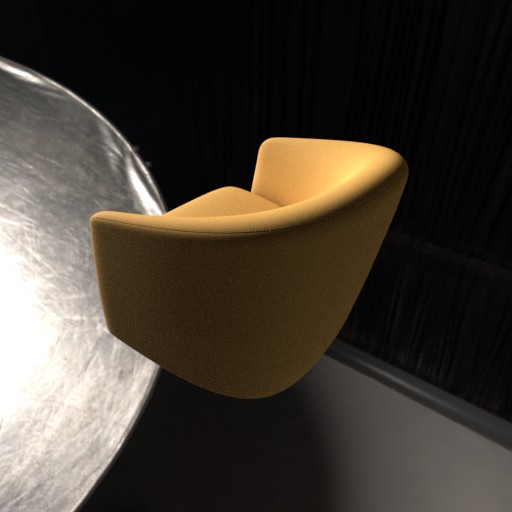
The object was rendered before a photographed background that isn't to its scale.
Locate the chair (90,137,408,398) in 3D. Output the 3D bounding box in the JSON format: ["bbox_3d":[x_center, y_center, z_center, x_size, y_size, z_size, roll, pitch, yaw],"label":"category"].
[{"bbox_3d":[0.000,0.000,1.367,0.767,0.698,0.773,22,39,31],"label":"chair"}]
